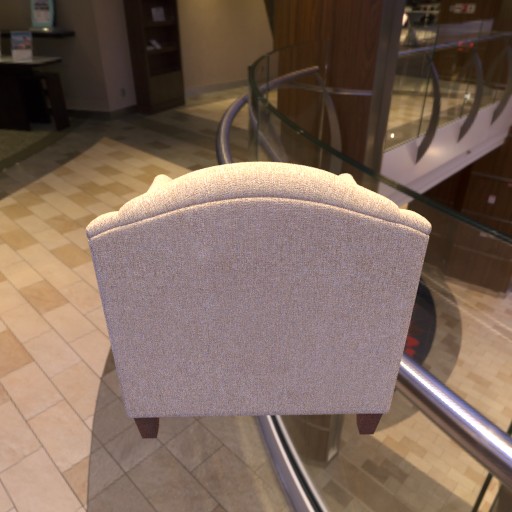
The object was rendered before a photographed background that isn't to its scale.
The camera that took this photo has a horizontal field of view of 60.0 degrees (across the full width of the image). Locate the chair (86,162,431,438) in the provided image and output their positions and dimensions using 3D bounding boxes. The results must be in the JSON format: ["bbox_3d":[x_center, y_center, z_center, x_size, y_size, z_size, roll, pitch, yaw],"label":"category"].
[{"bbox_3d":[0.000,0.000,1.432,0.763,0.839,0.787,-1,31,-1],"label":"chair"}]
